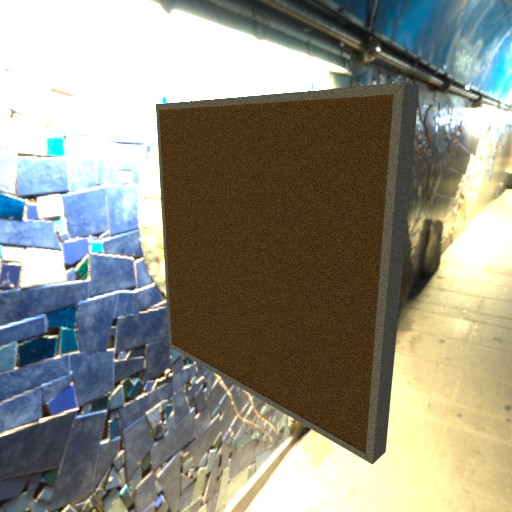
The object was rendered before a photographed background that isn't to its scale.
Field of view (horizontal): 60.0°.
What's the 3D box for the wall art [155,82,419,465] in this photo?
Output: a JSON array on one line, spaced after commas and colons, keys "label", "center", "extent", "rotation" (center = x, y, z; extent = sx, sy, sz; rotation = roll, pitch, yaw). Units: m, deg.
[{"label": "wall art", "center": [0.000, 0.000, 0.747], "extent": [0.037, 0.508, 0.508], "rotation": [-15, 21, -43]}]
